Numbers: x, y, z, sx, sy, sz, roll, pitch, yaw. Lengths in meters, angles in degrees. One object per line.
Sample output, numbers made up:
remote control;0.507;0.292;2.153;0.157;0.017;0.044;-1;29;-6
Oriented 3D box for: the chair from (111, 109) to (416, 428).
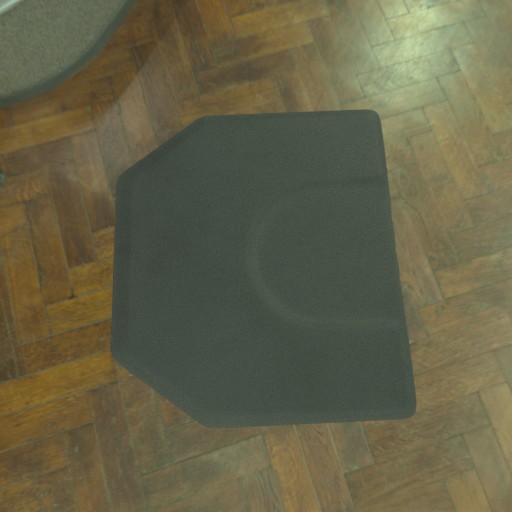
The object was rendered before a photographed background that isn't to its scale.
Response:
chair;0.000;0.000;1.897;1.219;0.024;1.372;-3;76;-1
